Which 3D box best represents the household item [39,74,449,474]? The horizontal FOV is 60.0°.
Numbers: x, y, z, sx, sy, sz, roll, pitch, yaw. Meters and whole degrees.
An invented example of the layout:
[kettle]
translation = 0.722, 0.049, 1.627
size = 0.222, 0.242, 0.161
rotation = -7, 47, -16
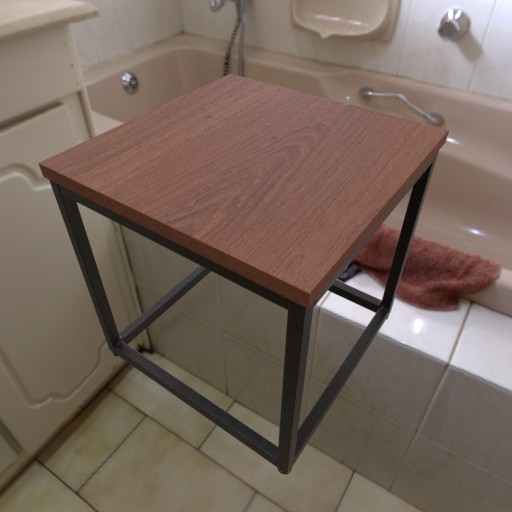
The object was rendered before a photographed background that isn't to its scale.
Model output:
[household item]
translation = 0.000, 0.000, 0.735
size = 0.400, 0.400, 0.400
rotation = 25, 47, 26
